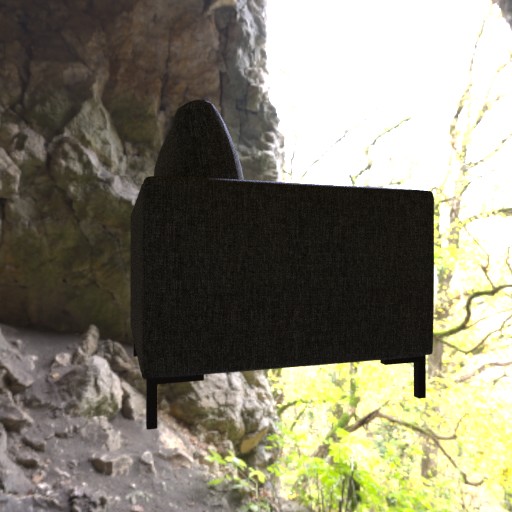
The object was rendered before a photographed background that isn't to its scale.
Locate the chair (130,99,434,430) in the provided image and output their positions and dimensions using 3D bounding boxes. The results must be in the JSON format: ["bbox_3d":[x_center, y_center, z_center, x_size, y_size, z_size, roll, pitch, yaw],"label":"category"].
[{"bbox_3d":[0.000,0.000,1.637,0.866,0.861,0.963,0,0,-18],"label":"chair"}]
